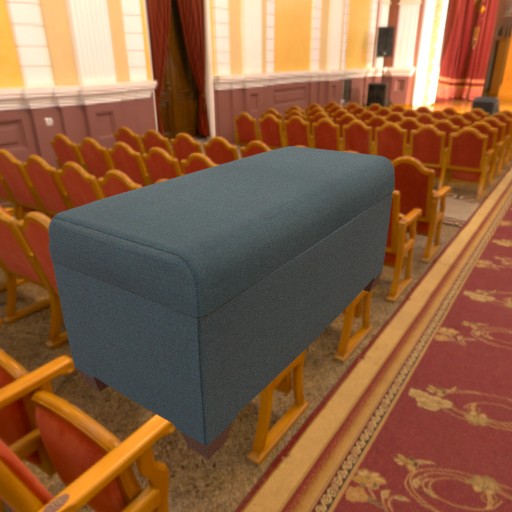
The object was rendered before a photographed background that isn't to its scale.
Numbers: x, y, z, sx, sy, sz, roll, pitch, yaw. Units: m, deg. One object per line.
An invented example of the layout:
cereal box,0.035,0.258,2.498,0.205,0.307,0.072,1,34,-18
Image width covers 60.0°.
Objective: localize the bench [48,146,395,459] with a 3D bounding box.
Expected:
bench,0.000,0.000,1.278,0.476,0.474,0.995,16,29,31
